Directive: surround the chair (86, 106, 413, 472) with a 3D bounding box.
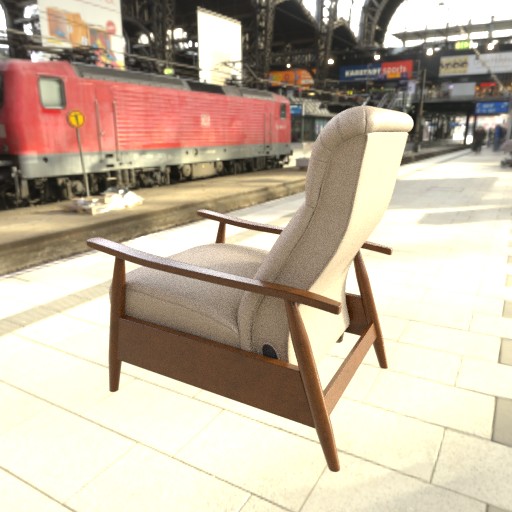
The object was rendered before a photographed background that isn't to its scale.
[{"bbox_3d":[0.000,0.000,1.748,1.030,1.082,0.762,8,18,27],"label":"chair"}]
